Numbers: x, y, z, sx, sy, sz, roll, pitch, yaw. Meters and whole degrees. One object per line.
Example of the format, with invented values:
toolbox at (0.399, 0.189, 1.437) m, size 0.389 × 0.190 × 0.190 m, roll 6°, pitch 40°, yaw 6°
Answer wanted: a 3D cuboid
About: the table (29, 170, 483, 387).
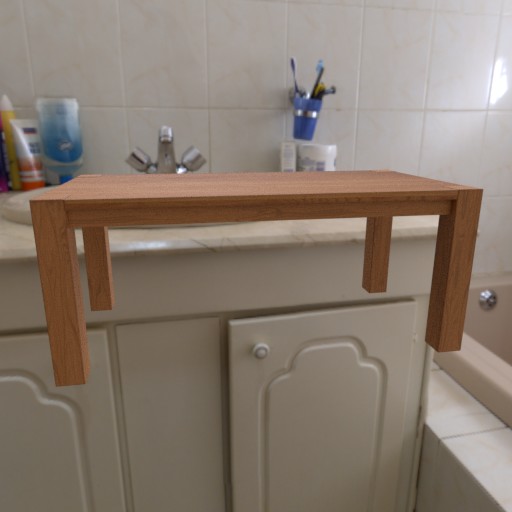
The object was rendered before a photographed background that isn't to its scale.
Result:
table at (0.000, 0.000, 2.260) m, size 1.800 × 0.760 × 0.900 m, roll -3°, pitch 16°, yaw -9°
